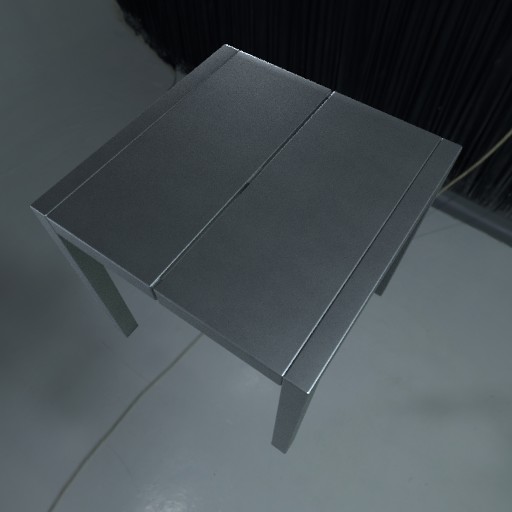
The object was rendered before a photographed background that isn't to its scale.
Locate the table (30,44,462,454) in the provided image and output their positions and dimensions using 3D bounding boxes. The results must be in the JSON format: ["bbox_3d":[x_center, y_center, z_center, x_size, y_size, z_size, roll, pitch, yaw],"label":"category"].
[{"bbox_3d":[0.000,0.000,0.936,0.508,0.508,0.508,31,63,17],"label":"table"}]
